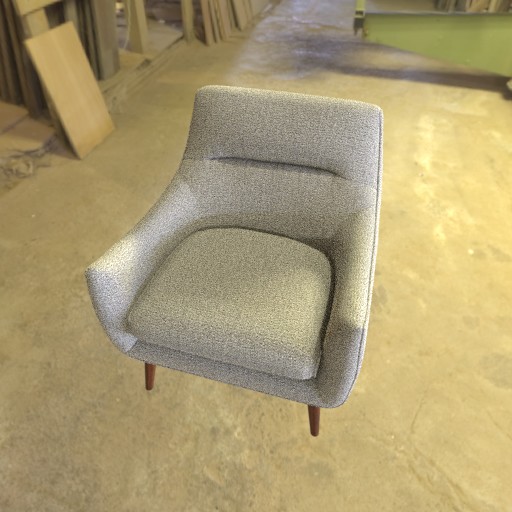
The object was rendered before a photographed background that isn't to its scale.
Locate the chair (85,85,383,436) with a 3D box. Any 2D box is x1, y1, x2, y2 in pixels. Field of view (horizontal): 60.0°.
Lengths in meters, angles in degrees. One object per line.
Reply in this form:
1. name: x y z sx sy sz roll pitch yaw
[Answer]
1. chair: 0.000 0.000 1.460 0.762 0.838 0.787 11 42 12
